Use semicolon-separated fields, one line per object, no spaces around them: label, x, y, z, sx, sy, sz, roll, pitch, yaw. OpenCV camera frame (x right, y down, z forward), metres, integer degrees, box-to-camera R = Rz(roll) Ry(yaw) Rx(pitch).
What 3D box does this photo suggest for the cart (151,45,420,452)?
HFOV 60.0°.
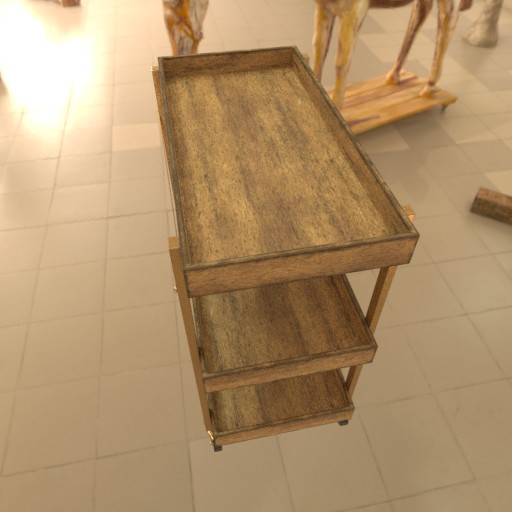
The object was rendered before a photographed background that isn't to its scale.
cart;0.000;0.000;1.209;0.416;0.799;0.750;-8;47;-8
